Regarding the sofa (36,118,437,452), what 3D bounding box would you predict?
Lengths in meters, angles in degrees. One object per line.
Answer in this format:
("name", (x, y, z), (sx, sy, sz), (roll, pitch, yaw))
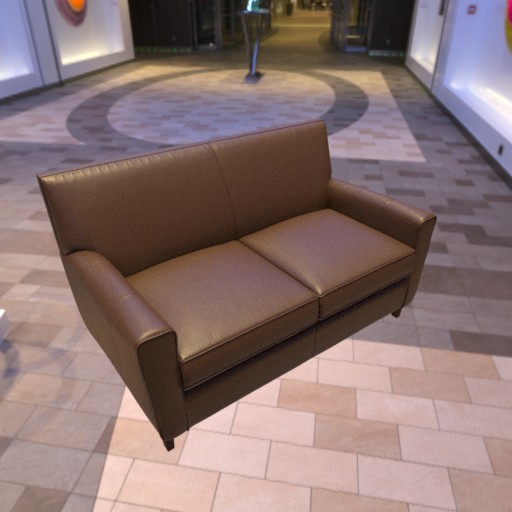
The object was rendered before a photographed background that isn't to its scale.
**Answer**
("sofa", (0.000, 0.000, 1.985), (1.468, 0.859, 0.853), (-21, 36, -31))
